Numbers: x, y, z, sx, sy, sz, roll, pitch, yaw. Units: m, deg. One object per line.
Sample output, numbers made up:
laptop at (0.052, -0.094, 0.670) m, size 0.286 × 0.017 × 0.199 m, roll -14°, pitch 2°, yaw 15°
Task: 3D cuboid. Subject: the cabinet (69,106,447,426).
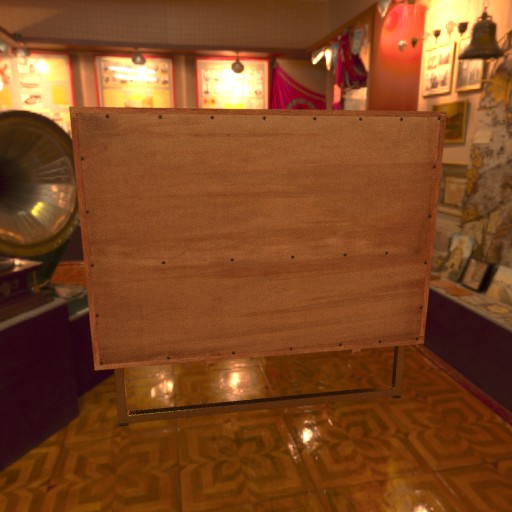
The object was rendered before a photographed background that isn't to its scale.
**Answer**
cabinet at (0.000, 0.000, 1.415) m, size 0.950 × 0.860 × 0.451 m, roll -2°, pitch 14°, yaw -10°
